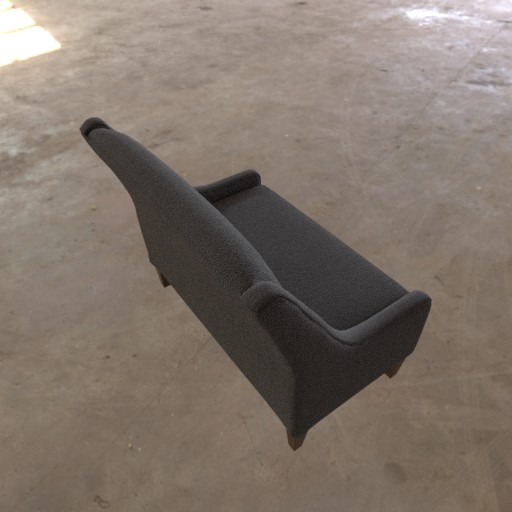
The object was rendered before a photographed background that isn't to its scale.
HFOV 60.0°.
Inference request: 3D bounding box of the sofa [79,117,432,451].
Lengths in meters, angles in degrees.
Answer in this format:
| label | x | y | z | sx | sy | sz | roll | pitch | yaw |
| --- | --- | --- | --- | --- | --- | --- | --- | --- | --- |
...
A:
| label | x | y | z | sx | sy | sz | roll | pitch | yaw |
| --- | --- | --- | --- | --- | --- | --- | --- | --- | --- |
| sofa | 0.000 | 0.000 | 1.899 | 0.873 | 1.022 | 1.242 | -26 | 48 | -26 |
